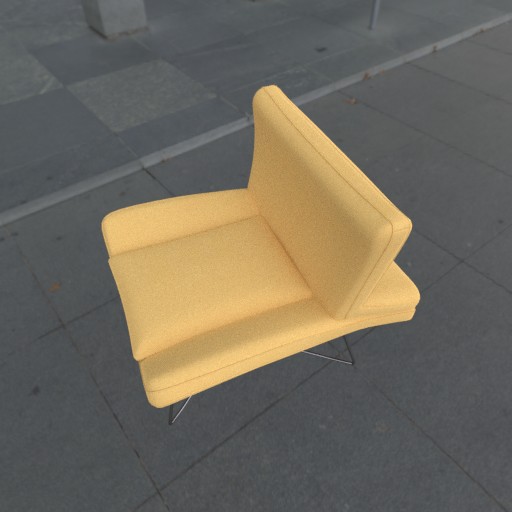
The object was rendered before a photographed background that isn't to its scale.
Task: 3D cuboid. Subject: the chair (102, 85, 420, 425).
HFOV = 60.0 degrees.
[{"bbox_3d":[0.000,0.000,1.622,1.008,0.855,0.859,-17,49,-16],"label":"chair"}]
